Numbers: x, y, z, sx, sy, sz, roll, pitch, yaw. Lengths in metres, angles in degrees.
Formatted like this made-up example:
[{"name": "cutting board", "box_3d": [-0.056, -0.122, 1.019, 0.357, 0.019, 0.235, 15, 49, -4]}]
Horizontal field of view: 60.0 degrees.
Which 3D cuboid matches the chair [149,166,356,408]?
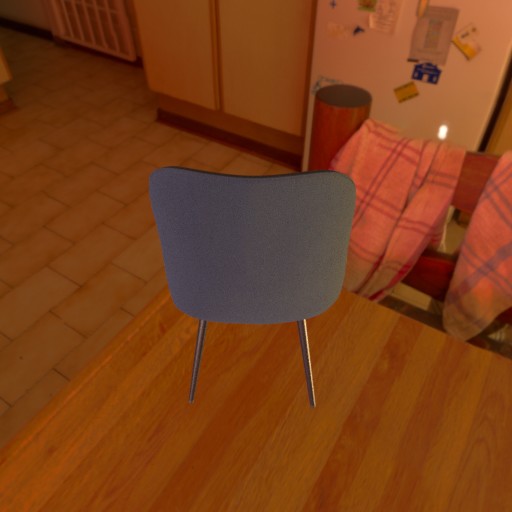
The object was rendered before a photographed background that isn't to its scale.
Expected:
[{"name": "chair", "box_3d": [0.000, 0.000, 1.176, 0.478, 0.896, 0.559, 2, 45, 2]}]
